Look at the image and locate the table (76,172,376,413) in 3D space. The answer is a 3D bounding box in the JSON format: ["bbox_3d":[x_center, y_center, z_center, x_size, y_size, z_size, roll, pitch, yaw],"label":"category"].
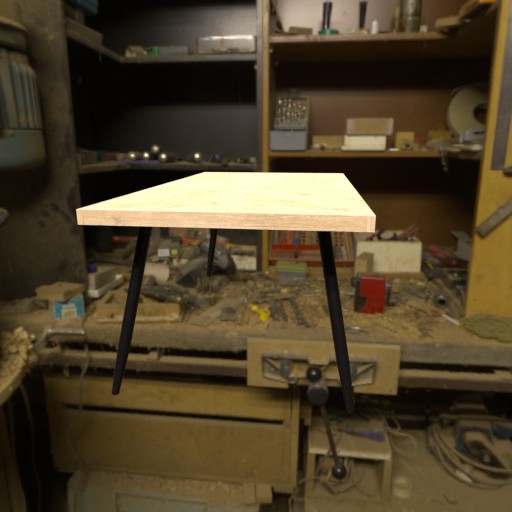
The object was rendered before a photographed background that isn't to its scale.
[{"bbox_3d":[0.000,0.000,2.402,0.991,0.762,1.803,2,15,7],"label":"table"}]
